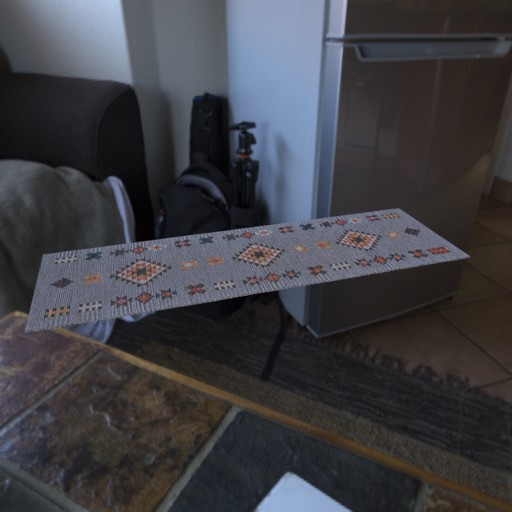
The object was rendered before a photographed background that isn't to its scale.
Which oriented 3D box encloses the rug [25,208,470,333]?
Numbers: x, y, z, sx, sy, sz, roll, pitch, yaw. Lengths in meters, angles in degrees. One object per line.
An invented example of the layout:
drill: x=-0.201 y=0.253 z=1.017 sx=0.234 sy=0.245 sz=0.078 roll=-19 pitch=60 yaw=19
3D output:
rug: x=0.000 y=0.000 z=2.645 sx=2.432 sy=0.008 sz=0.766 roll=-8 pitch=30 yaw=-15
